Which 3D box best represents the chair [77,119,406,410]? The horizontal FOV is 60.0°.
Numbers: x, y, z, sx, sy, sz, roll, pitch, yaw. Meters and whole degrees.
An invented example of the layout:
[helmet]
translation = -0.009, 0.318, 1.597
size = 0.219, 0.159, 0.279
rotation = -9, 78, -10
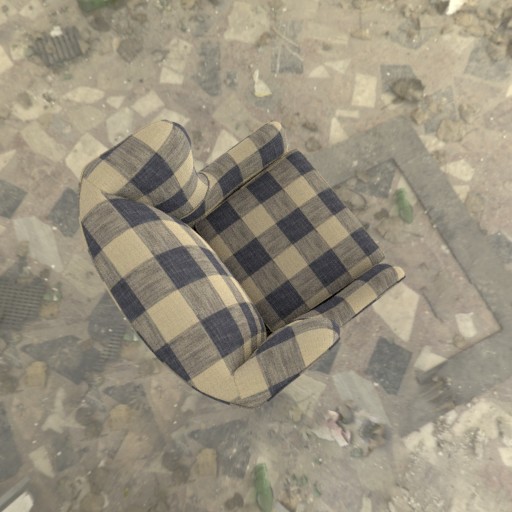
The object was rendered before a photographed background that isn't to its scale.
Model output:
[chair]
translation = 0.000, 0.000, 1.706
size = 0.889, 1.041, 0.830
rotation = -36, 79, -8
